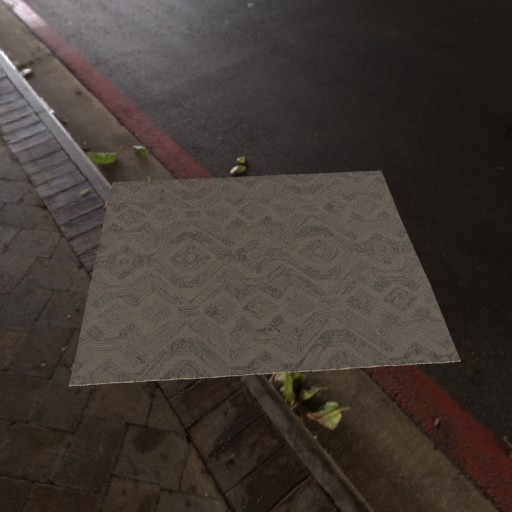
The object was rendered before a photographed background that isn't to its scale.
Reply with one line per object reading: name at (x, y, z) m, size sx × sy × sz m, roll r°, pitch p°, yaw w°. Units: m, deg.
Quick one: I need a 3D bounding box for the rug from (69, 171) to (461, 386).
rug at (0.000, 0.000, 4.202) m, size 3.054 × 0.030 × 2.430 m, roll -3°, pitch 48°, yaw -3°
